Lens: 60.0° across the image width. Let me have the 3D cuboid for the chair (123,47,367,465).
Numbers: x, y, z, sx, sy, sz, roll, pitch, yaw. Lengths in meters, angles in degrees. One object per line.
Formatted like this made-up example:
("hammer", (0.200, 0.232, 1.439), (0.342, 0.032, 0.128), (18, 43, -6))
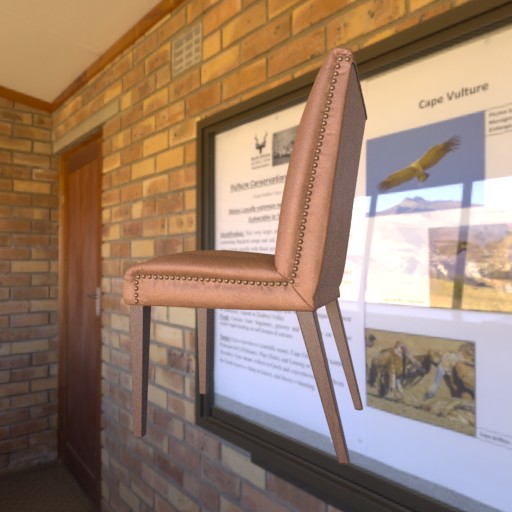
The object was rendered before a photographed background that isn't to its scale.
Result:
("chair", (0.000, 0.000, 1.371), (0.647, 1.016, 0.511), (0, -1, 18))
